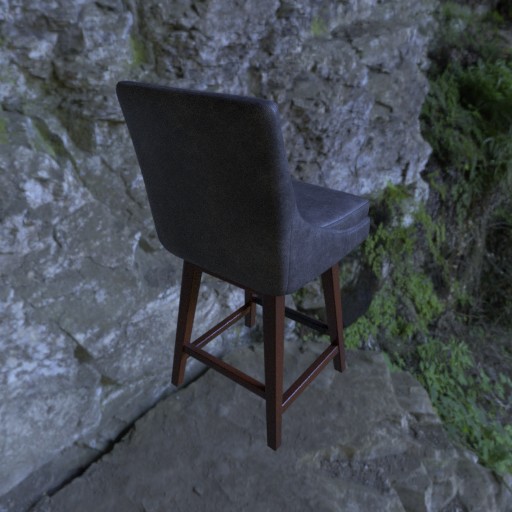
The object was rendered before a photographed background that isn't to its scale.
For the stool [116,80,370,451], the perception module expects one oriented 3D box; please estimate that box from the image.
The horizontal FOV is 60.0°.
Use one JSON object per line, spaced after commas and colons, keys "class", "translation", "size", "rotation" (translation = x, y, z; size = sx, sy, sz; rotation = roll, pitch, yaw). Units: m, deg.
{"class": "stool", "translation": [0.000, 0.000, 1.379], "size": [0.492, 1.046, 0.587], "rotation": [20, 35, 32]}
